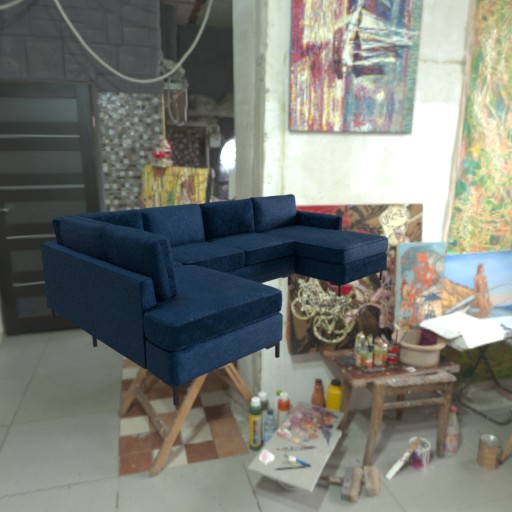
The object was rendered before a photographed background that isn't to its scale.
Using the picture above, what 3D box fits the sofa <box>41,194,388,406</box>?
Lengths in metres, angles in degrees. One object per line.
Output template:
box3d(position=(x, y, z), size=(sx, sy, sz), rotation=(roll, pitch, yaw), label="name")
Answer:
box3d(position=(0.000, 0.000, 4.442), size=(3.434, 0.992, 2.055), rotation=(-13, 18, -43), label="sofa")
